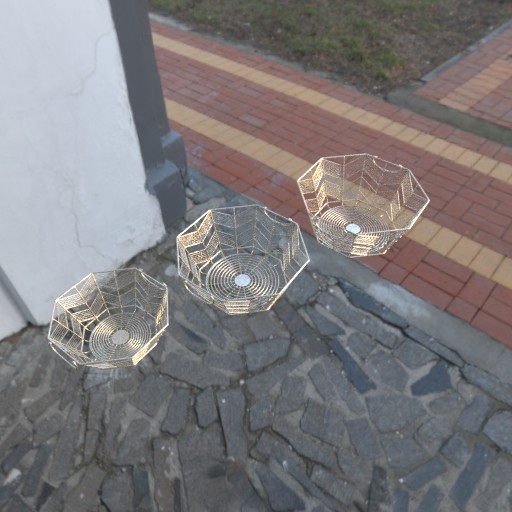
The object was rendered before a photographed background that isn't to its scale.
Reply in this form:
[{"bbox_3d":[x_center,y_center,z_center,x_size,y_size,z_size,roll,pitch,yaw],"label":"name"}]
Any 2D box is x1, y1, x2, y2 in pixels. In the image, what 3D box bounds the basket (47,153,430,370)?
[{"bbox_3d":[0.000,0.000,1.373,1.246,0.178,0.432,-24,51,-21],"label":"basket"}]
